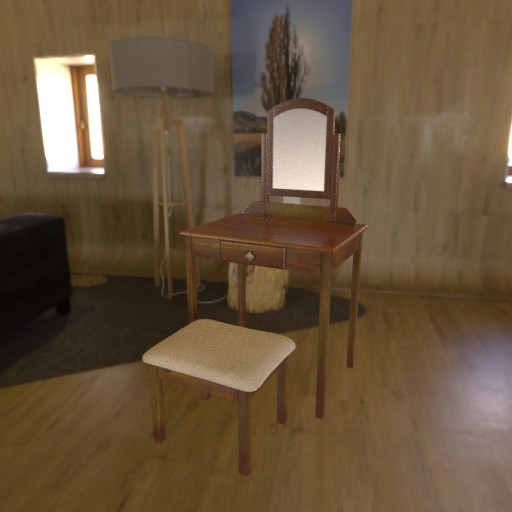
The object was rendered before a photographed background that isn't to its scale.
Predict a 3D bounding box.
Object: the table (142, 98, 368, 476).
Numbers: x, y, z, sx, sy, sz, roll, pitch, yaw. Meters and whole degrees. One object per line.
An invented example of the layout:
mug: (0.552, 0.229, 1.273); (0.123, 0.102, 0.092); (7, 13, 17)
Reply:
table: (0.000, 0.000, 2.305); (0.876, 1.631, 1.211); (8, 17, 26)
